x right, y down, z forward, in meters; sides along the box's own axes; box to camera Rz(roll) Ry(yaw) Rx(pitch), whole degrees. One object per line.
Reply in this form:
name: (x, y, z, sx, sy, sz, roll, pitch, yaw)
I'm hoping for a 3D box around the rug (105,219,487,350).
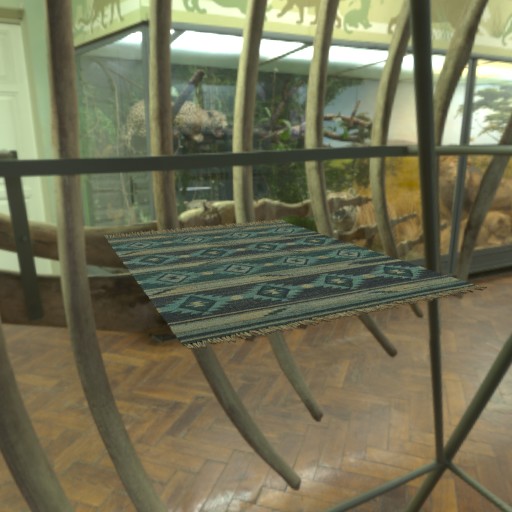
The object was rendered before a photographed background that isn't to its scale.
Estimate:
rug: (0.000, 0.000, 4.346, 2.418, 0.047, 3.307, -7, 16, -25)
